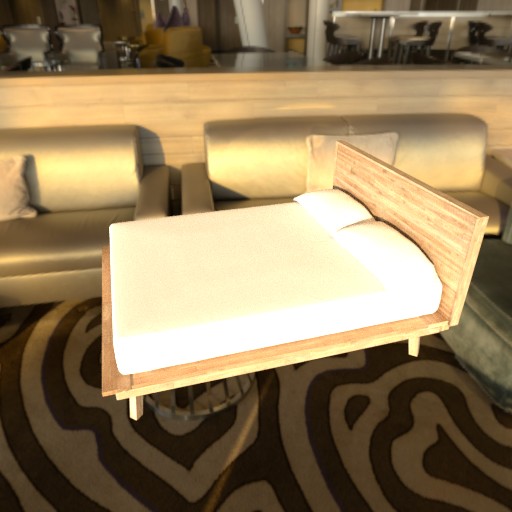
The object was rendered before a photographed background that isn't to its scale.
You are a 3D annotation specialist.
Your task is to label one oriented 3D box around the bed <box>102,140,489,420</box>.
[{"bbox_3d":[0.000,0.000,3.144,2.145,1.071,1.759,-8,30,-15],"label":"bed"}]
